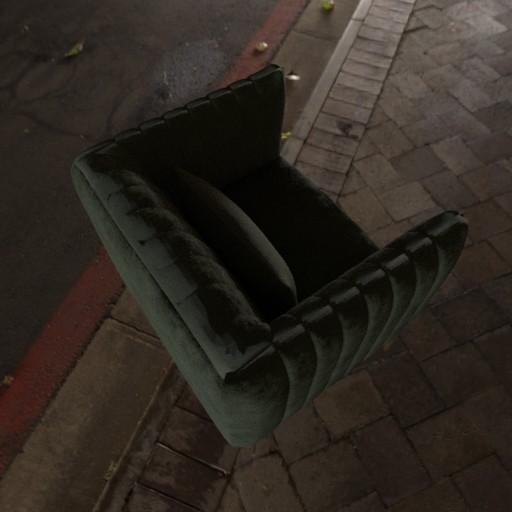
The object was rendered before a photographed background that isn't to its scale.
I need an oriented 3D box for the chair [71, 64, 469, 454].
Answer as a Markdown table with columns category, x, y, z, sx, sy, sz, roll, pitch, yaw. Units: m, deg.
| category | x | y | z | sx | sy | sz | roll | pitch | yaw |
| --- | --- | --- | --- | --- | --- | --- | --- | --- | --- |
| chair | 0.000 | 0.000 | 1.643 | 0.877 | 0.794 | 1.032 | -31 | 62 | -18 |
